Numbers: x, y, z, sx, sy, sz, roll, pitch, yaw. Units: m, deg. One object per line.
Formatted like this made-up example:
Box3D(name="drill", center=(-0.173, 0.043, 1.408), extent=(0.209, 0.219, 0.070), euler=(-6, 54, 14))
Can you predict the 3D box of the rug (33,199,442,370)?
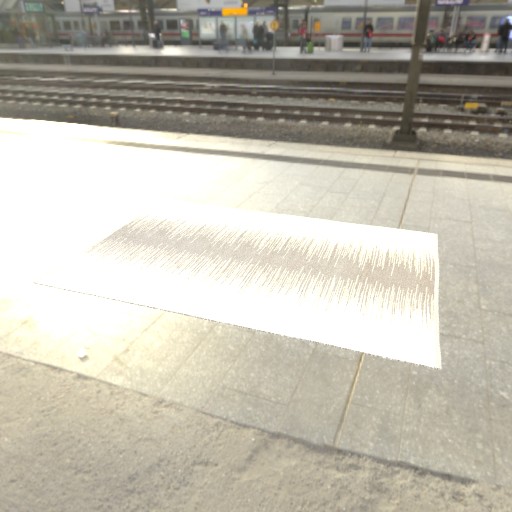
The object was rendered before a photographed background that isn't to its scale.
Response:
Box3D(name="rug", center=(0.000, 0.000, 2.330), extent=(1.815, 0.007, 1.226), euler=(9, 28, 17))
